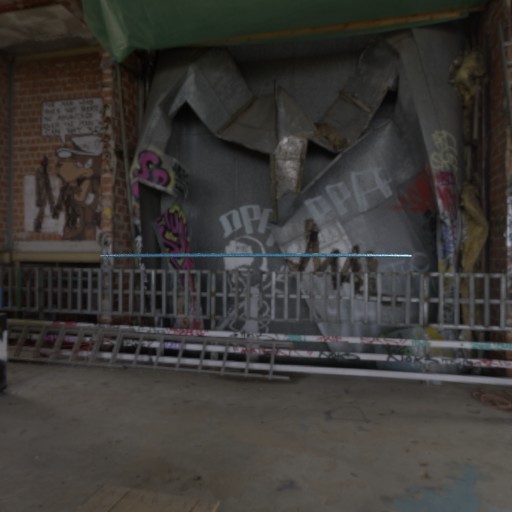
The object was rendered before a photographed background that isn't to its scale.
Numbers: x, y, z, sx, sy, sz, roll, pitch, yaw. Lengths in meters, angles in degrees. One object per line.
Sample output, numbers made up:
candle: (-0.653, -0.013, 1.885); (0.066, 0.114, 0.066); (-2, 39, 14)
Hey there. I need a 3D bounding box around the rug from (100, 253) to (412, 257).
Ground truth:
rug: (0.000, 0.000, 2.404); (1.593, 0.012, 1.593); (0, 0, 0)
